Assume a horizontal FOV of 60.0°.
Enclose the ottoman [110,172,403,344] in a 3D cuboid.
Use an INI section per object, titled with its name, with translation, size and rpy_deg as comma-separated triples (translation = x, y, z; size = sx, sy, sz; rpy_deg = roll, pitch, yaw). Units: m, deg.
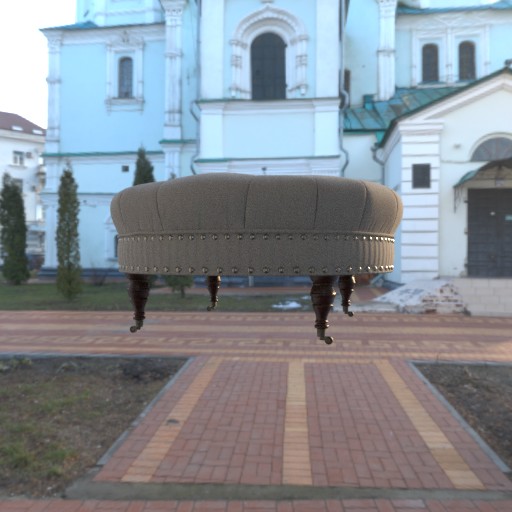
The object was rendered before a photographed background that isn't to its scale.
[ottoman]
translation = 0.000, 0.000, 1.429
size = 0.901, 0.439, 0.901
rpy_deg = 0, 0, 0
